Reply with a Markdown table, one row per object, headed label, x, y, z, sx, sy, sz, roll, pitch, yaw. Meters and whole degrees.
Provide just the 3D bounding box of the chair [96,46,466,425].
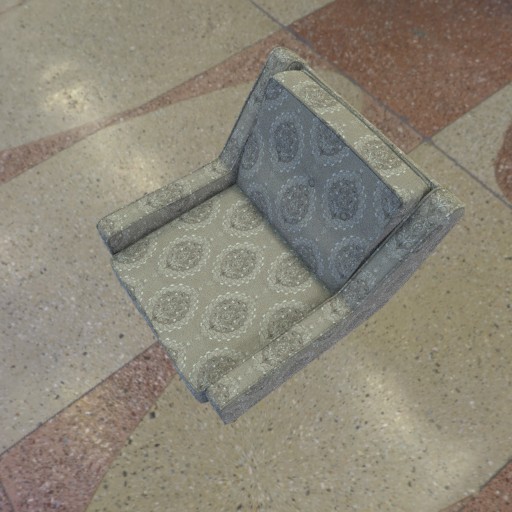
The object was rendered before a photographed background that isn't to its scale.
| label | x | y | z | sx | sy | sz | roll | pitch | yaw |
| --- | --- | --- | --- | --- | --- | --- | --- | --- | --- |
| chair | 0.000 | 0.000 | 1.336 | 0.750 | 0.797 | 0.665 | -33 | 68 | -15 |
